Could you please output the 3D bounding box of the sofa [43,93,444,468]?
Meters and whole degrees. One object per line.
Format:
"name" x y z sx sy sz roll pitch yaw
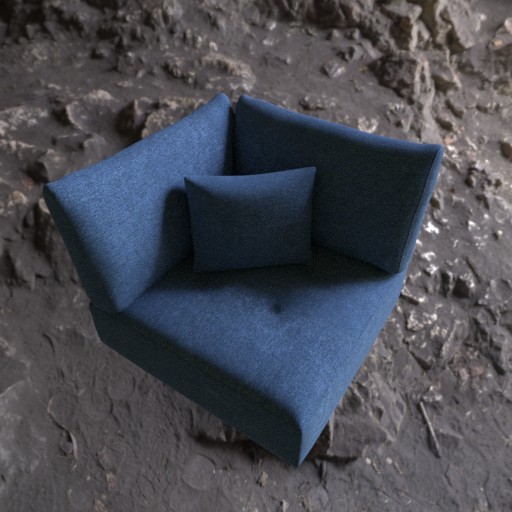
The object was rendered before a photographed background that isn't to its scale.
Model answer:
"sofa" 0.000 0.000 1.730 1.000 0.820 1.000 24 46 25
